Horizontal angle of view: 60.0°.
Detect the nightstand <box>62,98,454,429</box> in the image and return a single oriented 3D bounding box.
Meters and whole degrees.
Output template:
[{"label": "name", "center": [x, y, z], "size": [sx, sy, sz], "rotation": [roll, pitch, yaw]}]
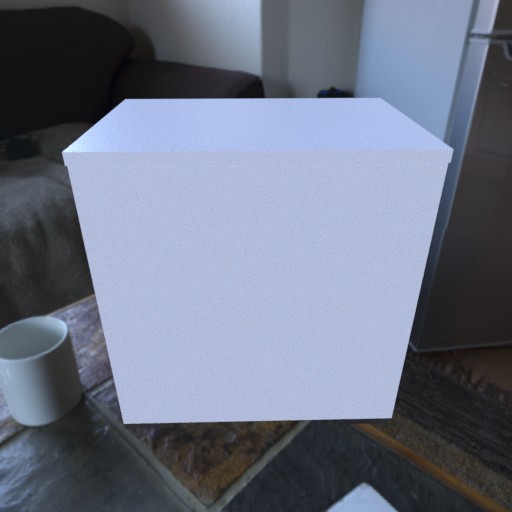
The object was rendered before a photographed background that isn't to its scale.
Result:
[{"label": "nightstand", "center": [0.000, 0.000, 0.755], "size": [0.441, 0.460, 0.325], "rotation": [-1, 30, -1]}]
